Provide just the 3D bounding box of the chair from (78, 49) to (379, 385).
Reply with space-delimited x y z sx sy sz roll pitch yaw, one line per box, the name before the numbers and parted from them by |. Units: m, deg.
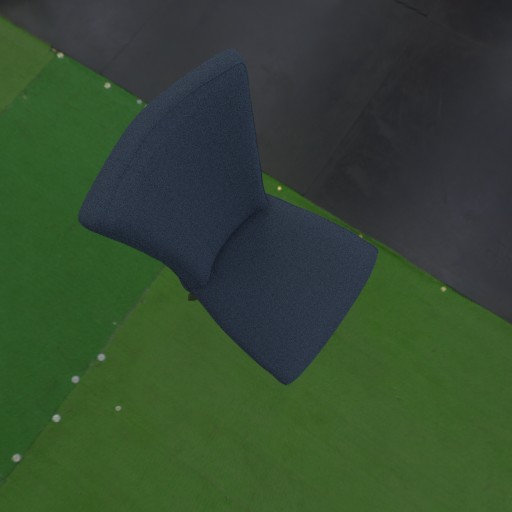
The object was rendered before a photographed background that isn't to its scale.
chair | 0.000 0.000 1.370 0.660 0.991 0.520 35 78 9
